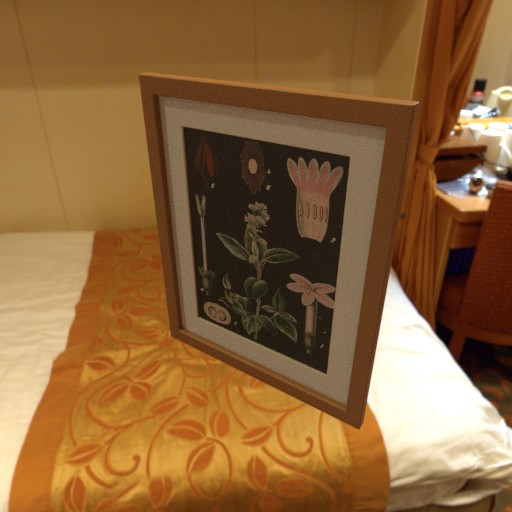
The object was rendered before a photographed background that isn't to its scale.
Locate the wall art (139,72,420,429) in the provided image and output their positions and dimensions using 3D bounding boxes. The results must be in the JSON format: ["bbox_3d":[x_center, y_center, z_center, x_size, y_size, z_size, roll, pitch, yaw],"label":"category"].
[{"bbox_3d":[0.000,0.000,0.521,0.310,0.379,0.015,19,35,29],"label":"wall art"}]
